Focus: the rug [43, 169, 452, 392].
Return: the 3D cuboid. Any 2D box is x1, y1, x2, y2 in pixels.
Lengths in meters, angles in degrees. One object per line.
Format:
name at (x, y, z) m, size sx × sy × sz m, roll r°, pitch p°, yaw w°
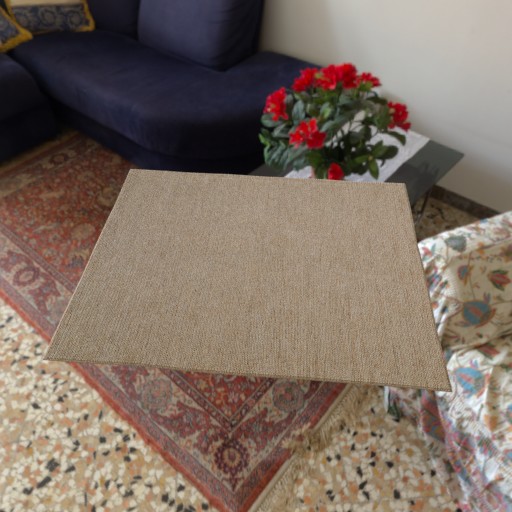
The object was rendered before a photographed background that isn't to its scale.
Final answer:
rug at (0.000, 0.000, 4.075) m, size 3.034 × 0.012 × 2.406 m, roll 4°, pitch 47°, yaw 3°
